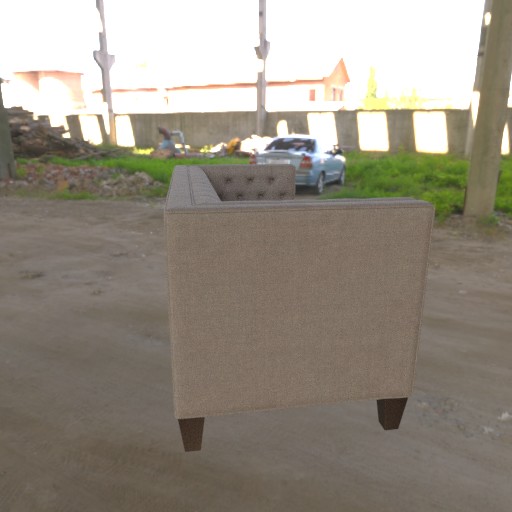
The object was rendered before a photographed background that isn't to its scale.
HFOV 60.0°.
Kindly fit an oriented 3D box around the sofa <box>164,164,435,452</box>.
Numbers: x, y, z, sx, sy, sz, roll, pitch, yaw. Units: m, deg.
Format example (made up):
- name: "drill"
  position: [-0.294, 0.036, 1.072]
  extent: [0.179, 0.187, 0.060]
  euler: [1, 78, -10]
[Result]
- name: "sofa"
  position: [0.000, 0.000, 2.148]
  extent: [0.775, 0.762, 1.778]
  euler: [-2, 16, -9]
